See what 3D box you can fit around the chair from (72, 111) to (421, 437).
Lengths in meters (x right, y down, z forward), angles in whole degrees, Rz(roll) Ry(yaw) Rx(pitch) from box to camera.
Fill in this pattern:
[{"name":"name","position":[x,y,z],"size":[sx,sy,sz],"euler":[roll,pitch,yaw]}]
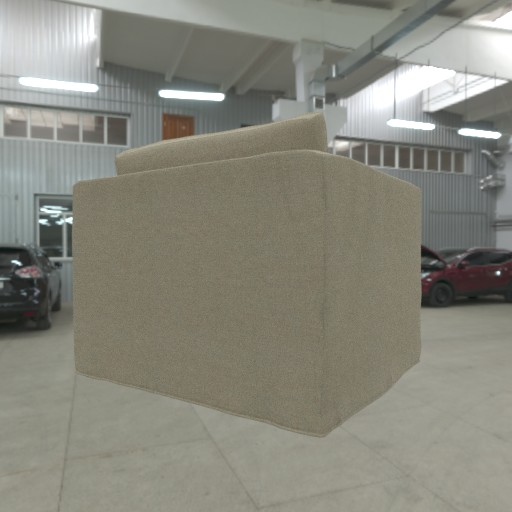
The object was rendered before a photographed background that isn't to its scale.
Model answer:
[{"name":"chair","position":[0.000,0.000,1.726],"size":[1.057,0.863,0.949],"euler":[1,1,34]}]
